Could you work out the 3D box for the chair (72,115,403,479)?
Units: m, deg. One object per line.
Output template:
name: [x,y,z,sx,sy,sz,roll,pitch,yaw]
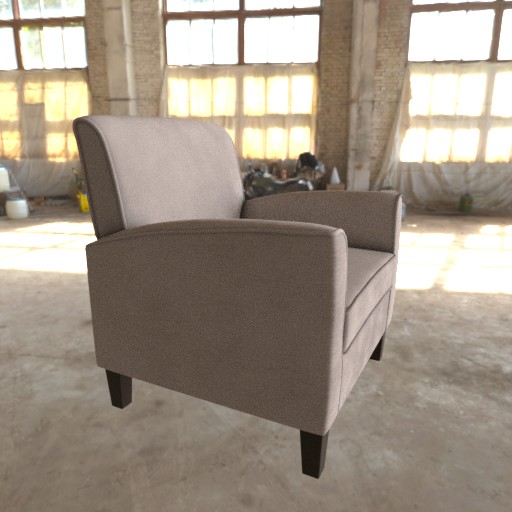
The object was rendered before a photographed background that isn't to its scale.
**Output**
chair: [0.000,0.000,1.501,0.821,0.915,0.820,7,16,26]
